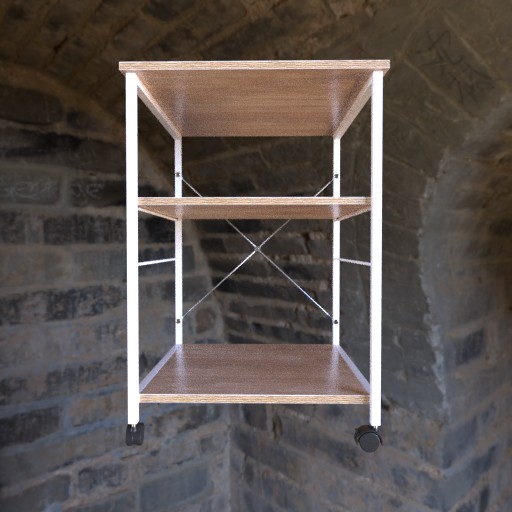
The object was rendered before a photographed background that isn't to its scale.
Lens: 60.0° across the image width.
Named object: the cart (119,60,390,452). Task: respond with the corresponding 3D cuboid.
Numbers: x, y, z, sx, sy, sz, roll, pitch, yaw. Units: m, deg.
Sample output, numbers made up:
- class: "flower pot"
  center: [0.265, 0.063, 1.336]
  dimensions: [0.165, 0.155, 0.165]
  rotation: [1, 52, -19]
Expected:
- class: "cart"
  center: [0.000, 0.000, 1.120]
  dimensions: [0.521, 0.762, 0.520]
  rotation: [0, 1, 1]
